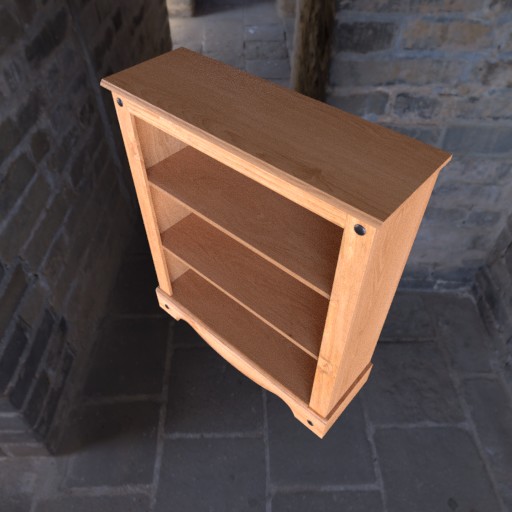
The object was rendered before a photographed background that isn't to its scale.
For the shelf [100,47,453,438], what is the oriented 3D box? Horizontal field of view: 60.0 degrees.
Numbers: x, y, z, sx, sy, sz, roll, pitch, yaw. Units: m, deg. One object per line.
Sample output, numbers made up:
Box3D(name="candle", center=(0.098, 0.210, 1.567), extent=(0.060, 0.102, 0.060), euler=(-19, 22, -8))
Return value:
Box3D(name="shelf", center=(0.000, 0.000, 1.399), extent=(0.840, 0.980, 0.291), euler=(33, 55, 27))
